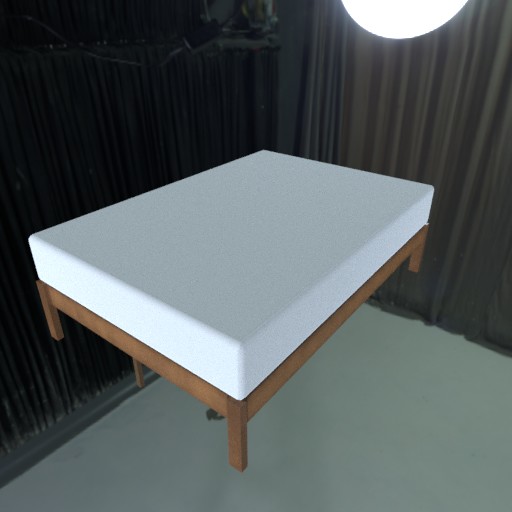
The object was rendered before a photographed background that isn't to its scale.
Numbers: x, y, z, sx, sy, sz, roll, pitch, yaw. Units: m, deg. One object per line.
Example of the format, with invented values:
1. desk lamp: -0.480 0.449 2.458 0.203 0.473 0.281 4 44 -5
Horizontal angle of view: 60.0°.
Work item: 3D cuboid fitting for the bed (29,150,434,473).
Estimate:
1. bed: 0.000 0.000 2.591 1.348 0.616 1.927 21 35 32
